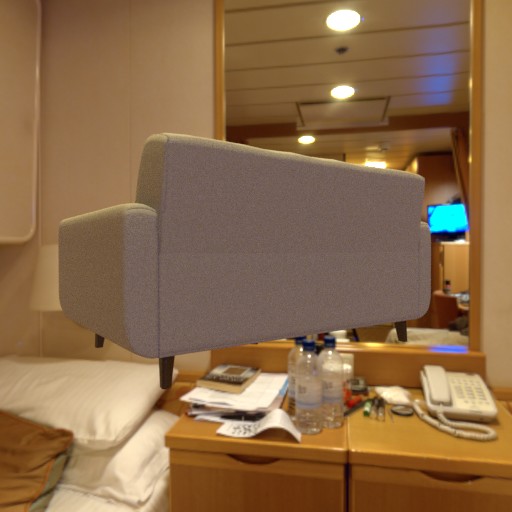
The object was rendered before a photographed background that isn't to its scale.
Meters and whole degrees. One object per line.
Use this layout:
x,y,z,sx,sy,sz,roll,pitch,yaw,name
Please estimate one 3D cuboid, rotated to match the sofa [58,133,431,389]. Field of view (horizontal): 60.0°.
0.000,0.000,2.217,1.655,0.892,0.980,-1,1,-36,sofa
